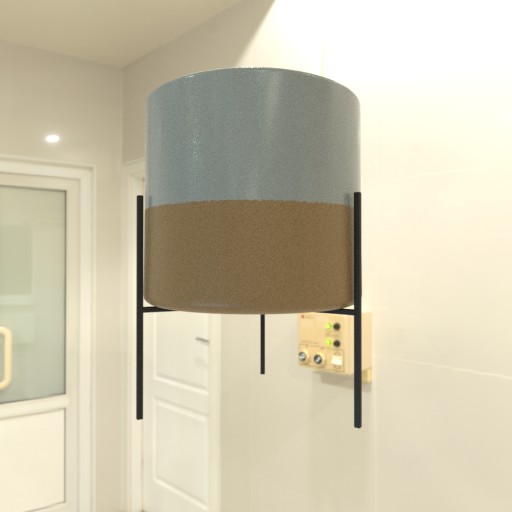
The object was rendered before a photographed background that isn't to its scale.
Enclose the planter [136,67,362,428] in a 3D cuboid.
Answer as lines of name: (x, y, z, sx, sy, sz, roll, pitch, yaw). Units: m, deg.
planter: (0.000, 0.000, 0.723, 0.360, 0.480, 0.348, 0, 0, 36)
